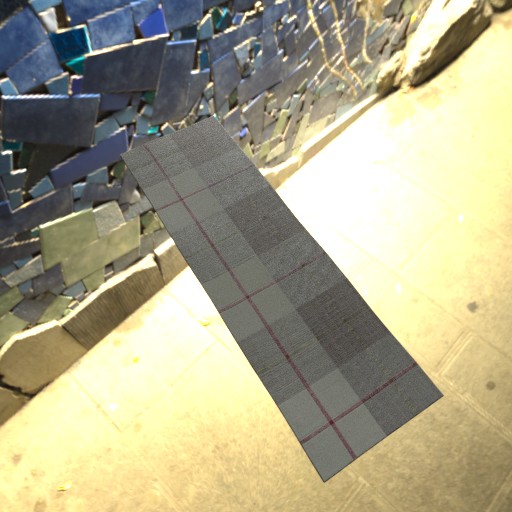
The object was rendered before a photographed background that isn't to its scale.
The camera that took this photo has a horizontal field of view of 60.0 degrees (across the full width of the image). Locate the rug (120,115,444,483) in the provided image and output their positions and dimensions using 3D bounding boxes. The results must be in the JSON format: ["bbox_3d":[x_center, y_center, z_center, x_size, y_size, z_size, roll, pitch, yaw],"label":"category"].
[{"bbox_3d":[0.000,0.000,2.707,0.762,0.013,2.439,-28,63,-16],"label":"rug"}]
